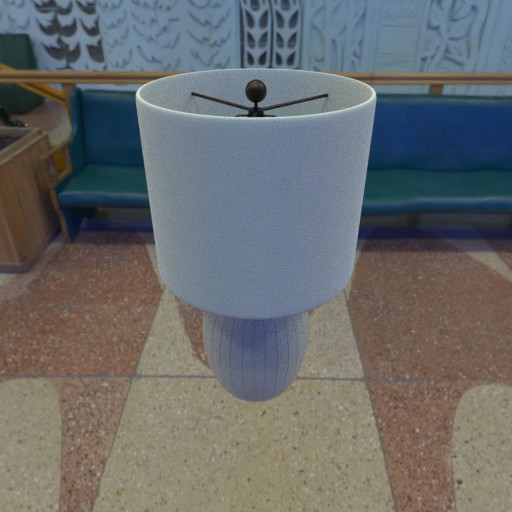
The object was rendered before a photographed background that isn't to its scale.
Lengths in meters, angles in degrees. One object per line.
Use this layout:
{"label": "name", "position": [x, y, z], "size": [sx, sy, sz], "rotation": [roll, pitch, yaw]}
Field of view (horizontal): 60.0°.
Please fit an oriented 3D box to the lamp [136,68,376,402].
{"label": "lamp", "position": [0.000, 0.000, 0.759], "size": [0.328, 0.570, 0.328], "rotation": [0, 32, 0]}
